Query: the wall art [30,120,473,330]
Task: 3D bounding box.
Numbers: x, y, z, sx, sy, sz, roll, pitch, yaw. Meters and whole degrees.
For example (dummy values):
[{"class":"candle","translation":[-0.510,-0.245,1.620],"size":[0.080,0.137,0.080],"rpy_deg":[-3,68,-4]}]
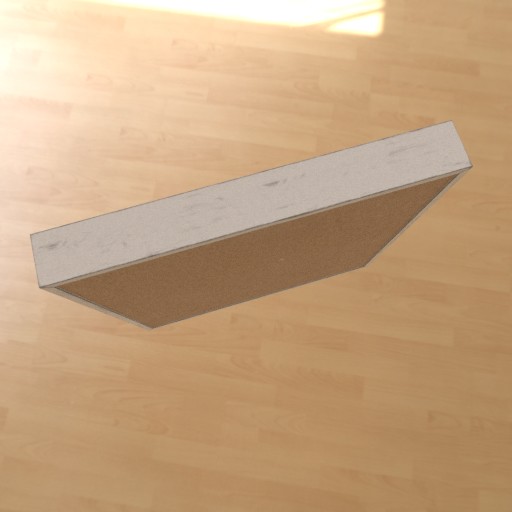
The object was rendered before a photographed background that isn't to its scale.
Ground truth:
[{"class":"wall art","translation":[0.000,0.000,0.450],"size":[0.305,0.305,0.038],"rpy_deg":[-16,76,-4]}]
